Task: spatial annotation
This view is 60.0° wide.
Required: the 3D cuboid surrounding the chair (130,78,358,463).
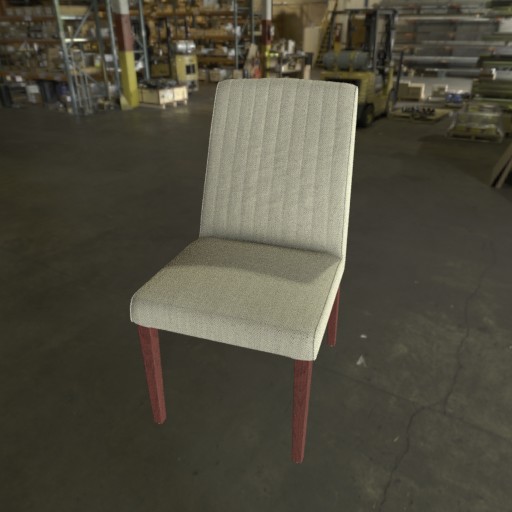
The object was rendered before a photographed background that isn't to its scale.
[{"bbox_3d":[0.000,0.000,1.265,0.480,0.900,0.594,9,28,17],"label":"chair"}]
